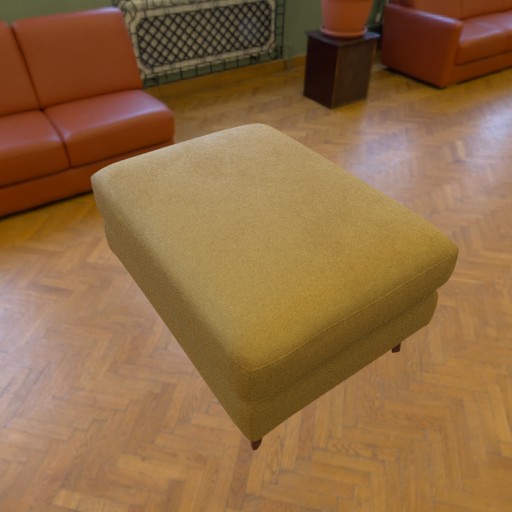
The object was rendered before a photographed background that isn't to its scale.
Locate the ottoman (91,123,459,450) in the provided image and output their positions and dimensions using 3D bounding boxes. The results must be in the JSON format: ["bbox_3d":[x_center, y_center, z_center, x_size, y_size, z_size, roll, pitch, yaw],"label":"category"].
[{"bbox_3d":[0.000,0.000,1.205,0.608,0.449,0.811,-25,47,-26],"label":"ottoman"}]
